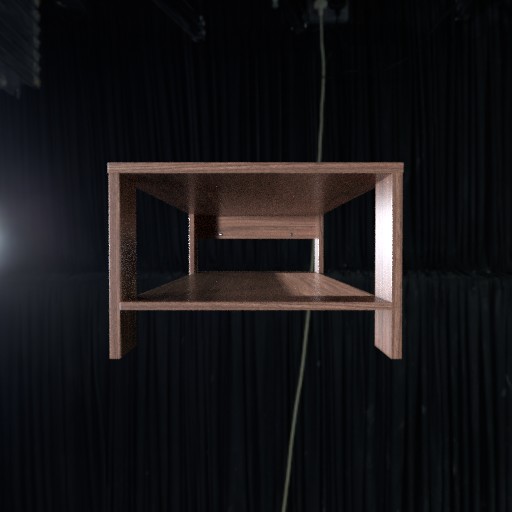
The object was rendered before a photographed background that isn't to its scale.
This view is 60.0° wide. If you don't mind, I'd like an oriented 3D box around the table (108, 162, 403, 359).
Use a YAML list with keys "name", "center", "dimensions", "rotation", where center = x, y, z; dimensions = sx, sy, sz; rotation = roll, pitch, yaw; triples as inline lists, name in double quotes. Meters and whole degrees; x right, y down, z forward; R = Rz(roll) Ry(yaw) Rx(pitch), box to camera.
- name: "table"
  center: [0.000, 0.000, 1.502]
  dimensions: [0.600, 0.400, 1.200]
  rotation: [0, 1, 0]
